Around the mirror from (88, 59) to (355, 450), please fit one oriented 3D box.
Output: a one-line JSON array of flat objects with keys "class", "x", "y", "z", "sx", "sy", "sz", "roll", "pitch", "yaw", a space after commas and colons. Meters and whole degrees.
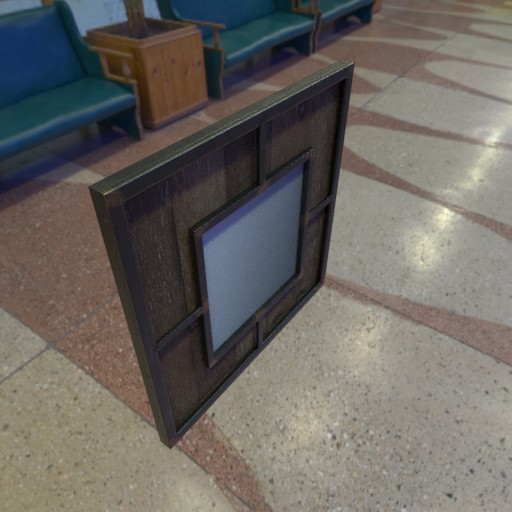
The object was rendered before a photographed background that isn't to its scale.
[{"class": "mirror", "x": 0.000, "y": 0.000, "z": 0.560, "sx": 0.020, "sy": 0.381, "sz": 0.382, "roll": 26, "pitch": 47, "yaw": 28}]
